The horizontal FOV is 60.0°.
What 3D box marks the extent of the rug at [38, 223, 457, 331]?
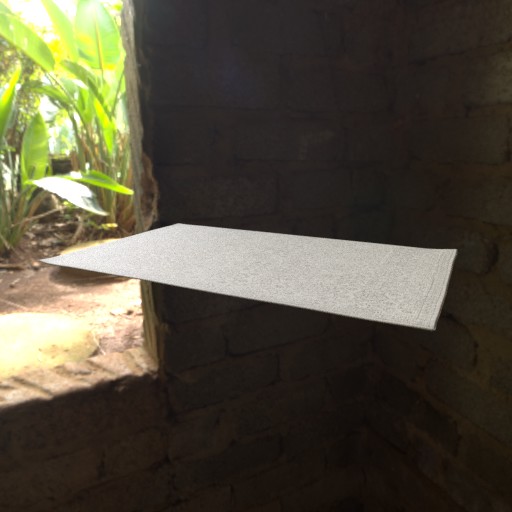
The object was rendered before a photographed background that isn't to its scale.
[{"bbox_3d":[0.000,0.000,2.410,1.947,0.023,1.214,7,16,26],"label":"rug"}]
